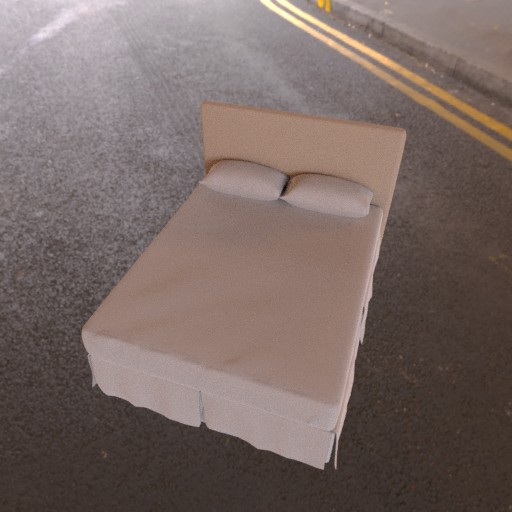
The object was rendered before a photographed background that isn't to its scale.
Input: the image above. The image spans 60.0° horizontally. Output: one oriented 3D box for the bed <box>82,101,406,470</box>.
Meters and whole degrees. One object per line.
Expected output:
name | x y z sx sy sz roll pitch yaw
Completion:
bed | 0.000 0.000 3.234 1.748 1.330 2.142 13 43 14
